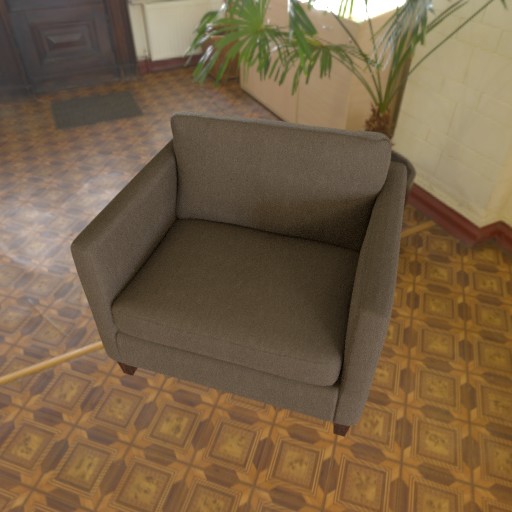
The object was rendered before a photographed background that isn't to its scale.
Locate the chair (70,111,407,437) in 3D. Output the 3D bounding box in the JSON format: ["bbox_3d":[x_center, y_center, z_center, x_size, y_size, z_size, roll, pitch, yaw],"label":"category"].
[{"bbox_3d":[0.000,0.000,1.877,1.107,0.963,0.959,12,43,13],"label":"chair"}]
